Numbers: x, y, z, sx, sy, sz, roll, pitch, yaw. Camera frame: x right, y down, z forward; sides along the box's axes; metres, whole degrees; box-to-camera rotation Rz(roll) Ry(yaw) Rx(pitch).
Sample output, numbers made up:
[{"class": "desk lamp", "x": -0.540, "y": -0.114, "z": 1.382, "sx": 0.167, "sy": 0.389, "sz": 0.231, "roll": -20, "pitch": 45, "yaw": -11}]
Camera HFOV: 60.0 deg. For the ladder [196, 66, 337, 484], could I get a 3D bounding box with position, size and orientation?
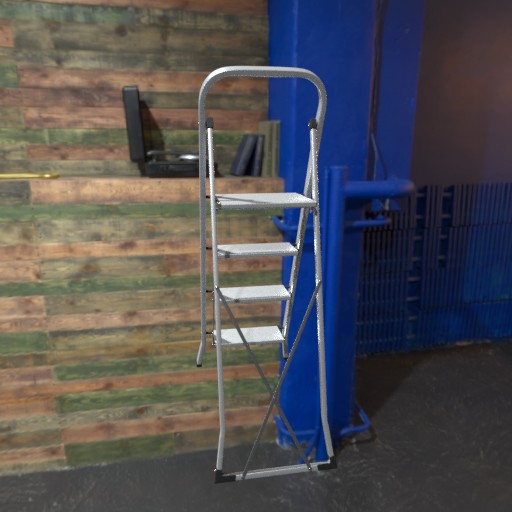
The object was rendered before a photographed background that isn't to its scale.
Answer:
[{"class": "ladder", "x": 0.000, "y": 0.000, "z": 1.690, "sx": 0.465, "sy": 1.290, "sz": 0.830, "roll": -2, "pitch": 14, "yaw": -9}]
